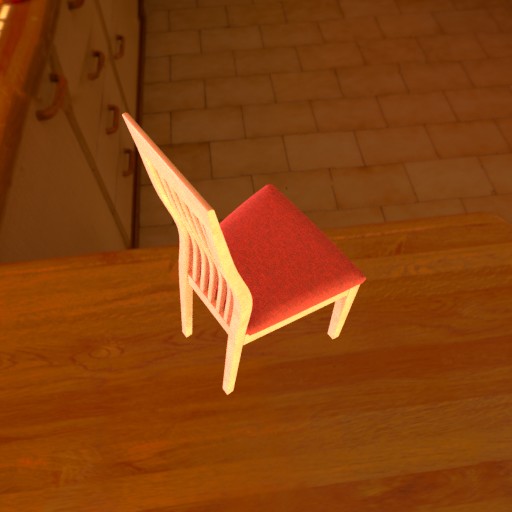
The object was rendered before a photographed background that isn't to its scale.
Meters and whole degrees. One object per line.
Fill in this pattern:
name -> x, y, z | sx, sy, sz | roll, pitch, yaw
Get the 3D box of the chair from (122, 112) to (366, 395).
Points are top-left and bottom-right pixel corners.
chair -> 0.000, 0.000, 1.267 | 0.474, 1.027, 0.460 | -33, 64, -19
